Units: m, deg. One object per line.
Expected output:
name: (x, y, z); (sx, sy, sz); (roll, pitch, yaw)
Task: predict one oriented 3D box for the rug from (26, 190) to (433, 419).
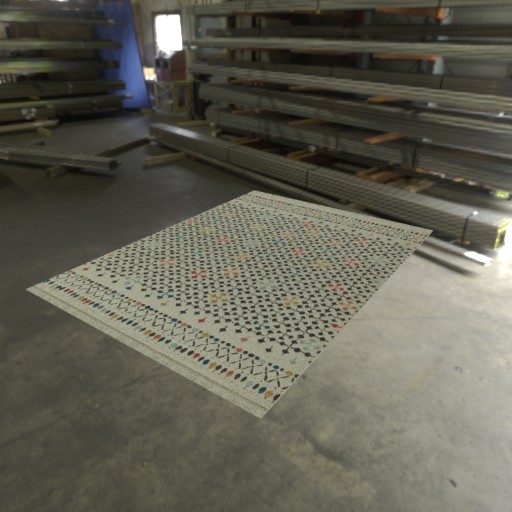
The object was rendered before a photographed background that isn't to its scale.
rug: (0.000, 0.000, 4.179); (2.354, 0.007, 3.196); (18, 31, 31)
